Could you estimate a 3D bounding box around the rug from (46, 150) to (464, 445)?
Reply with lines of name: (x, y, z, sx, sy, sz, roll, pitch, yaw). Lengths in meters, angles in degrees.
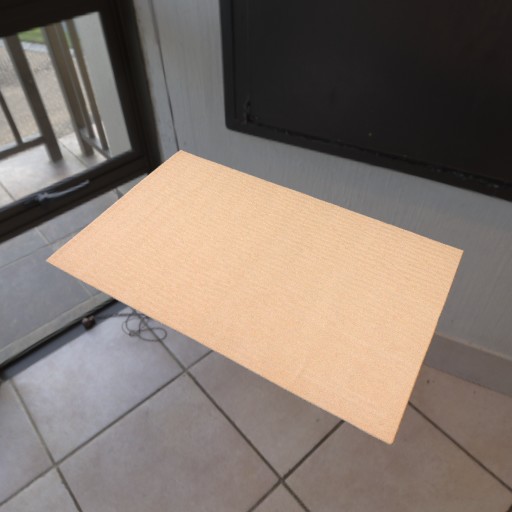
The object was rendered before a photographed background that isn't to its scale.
rug: (0.000, 0.000, 3.033, 2.441, 0.014, 1.531, 23, 51, 20)
